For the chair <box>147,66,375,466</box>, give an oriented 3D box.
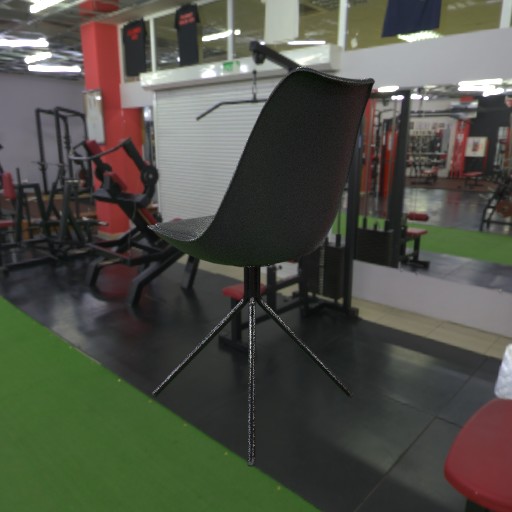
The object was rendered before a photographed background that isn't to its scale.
[{"bbox_3d":[0.000,0.000,1.163,0.461,0.850,0.525,-14,20,-43],"label":"chair"}]
